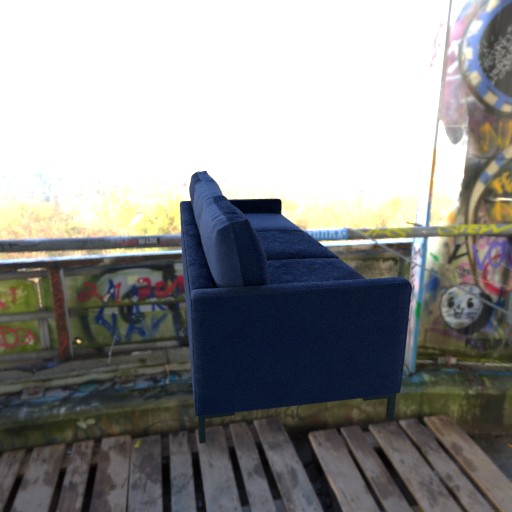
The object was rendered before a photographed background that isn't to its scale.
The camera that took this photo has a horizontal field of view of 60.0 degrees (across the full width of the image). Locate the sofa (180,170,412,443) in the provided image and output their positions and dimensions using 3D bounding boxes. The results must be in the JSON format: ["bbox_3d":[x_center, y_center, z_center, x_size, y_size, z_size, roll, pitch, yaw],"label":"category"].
[{"bbox_3d":[0.000,0.000,2.723,0.875,0.879,2.252,-3,16,-10],"label":"sofa"}]
